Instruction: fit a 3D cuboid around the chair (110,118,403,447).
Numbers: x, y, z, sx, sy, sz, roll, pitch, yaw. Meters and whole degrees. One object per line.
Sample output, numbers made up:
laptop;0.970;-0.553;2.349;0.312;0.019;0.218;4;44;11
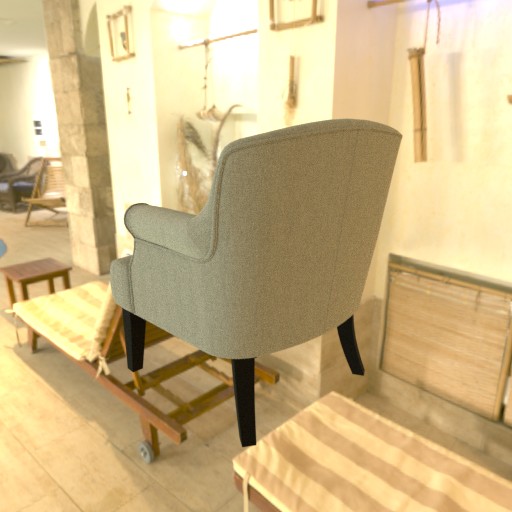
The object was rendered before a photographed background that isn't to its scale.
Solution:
chair;0.000;0.000;1.492;0.772;0.880;0.755;-15;22;-41
